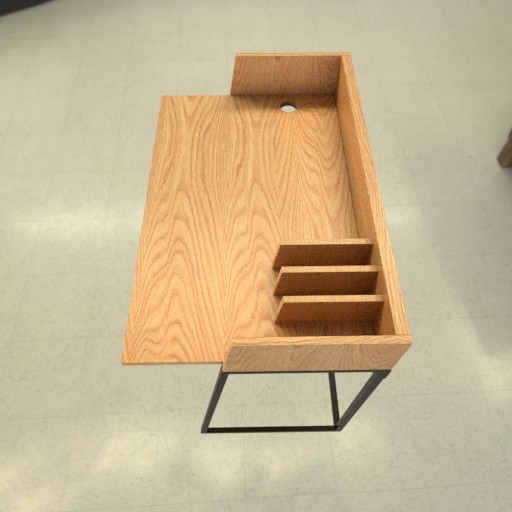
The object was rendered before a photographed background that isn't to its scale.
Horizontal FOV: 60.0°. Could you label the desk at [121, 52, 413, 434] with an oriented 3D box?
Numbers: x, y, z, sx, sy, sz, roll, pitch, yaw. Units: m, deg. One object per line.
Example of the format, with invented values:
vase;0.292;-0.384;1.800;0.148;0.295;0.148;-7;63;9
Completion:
desk;0.000;0.000;1.844;0.769;1.061;1.191;-1;58;0
